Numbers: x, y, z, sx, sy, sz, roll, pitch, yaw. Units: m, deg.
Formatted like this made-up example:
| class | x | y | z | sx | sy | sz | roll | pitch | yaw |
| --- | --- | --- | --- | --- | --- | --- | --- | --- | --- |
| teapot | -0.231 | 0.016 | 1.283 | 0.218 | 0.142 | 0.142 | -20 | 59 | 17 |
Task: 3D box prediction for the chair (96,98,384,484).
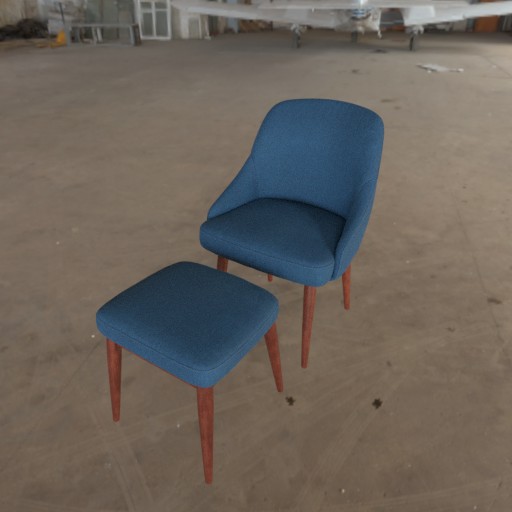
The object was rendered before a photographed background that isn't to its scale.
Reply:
| class | x | y | z | sx | sy | sz | roll | pitch | yaw |
| --- | --- | --- | --- | --- | --- | --- | --- | --- | --- |
| chair | 0.000 | 0.000 | 1.555 | 0.584 | 0.866 | 1.114 | 19 | 36 | 28 |
